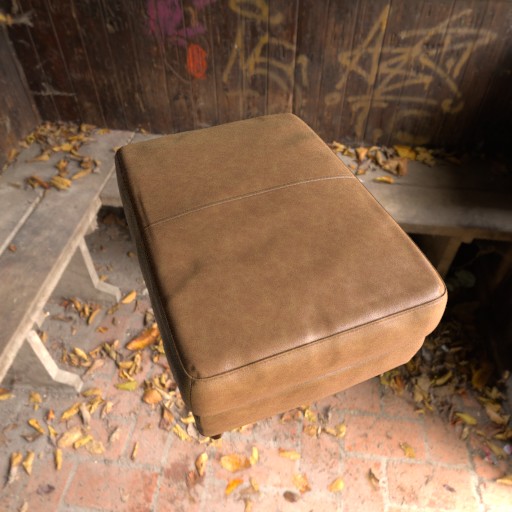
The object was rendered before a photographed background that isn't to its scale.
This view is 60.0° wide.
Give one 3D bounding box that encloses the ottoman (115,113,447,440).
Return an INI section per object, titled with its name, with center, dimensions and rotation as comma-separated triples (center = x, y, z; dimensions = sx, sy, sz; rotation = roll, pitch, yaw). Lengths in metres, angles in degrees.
[ottoman]
center = 0.000, 0.000, 1.253
dimensions = 0.630, 0.461, 0.869
rotation = -16, 48, -14
